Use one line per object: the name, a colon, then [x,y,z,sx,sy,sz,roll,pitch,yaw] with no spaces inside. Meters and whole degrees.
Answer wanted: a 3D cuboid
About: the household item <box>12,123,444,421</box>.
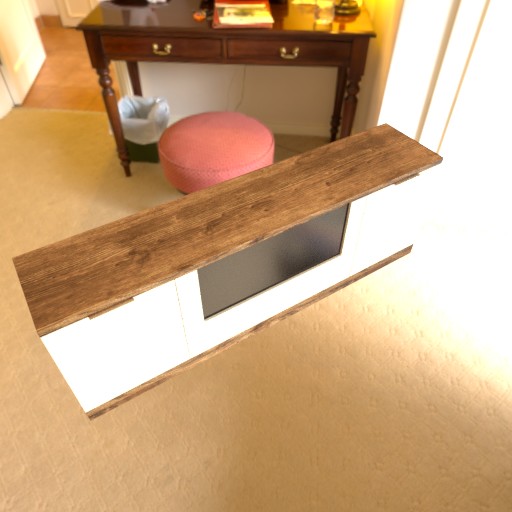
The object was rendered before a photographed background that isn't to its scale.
household item: [0.000,0.000,2.010,1.800,0.615,0.390,-24,50,-22]
